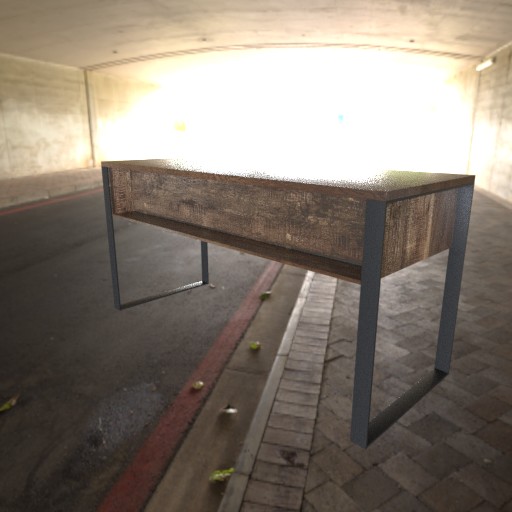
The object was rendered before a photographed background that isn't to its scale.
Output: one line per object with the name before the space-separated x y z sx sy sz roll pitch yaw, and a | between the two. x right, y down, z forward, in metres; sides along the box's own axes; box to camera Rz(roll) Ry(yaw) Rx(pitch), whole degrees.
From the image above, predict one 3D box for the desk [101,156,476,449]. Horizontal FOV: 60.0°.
desk | 0.000 0.000 1.930 0.599 0.762 1.524 -15 22 -43
